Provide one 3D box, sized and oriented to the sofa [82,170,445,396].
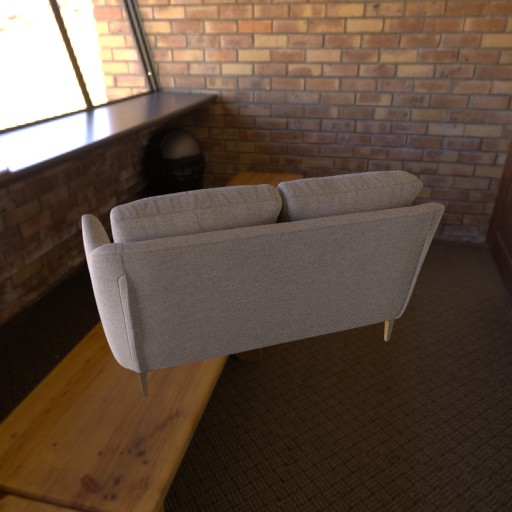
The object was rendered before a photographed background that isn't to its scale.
[{"bbox_3d":[0.000,0.000,2.222,1.619,0.904,0.960,-8,27,-17],"label":"sofa"}]
